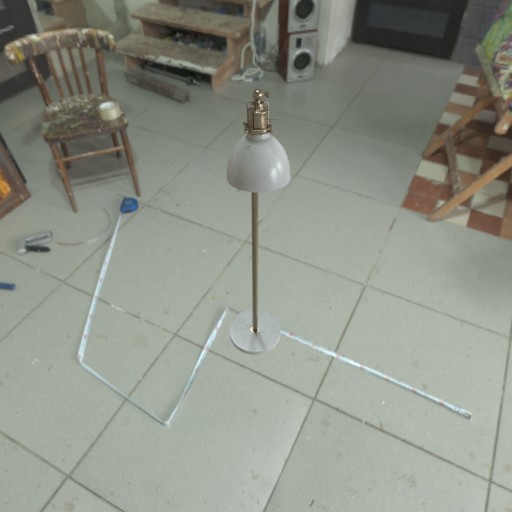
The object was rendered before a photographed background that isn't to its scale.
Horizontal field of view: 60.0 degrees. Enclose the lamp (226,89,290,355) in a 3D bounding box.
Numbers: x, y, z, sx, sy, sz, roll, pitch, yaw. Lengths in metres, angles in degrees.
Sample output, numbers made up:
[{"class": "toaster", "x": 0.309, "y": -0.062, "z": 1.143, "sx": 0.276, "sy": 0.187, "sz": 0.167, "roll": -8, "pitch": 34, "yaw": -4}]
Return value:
[{"class": "lamp", "x": 0.000, "y": 0.000, "z": 1.823, "sx": 0.288, "sy": 1.586, "sz": 0.599, "roll": -2, "pitch": 47, "yaw": -1}]
